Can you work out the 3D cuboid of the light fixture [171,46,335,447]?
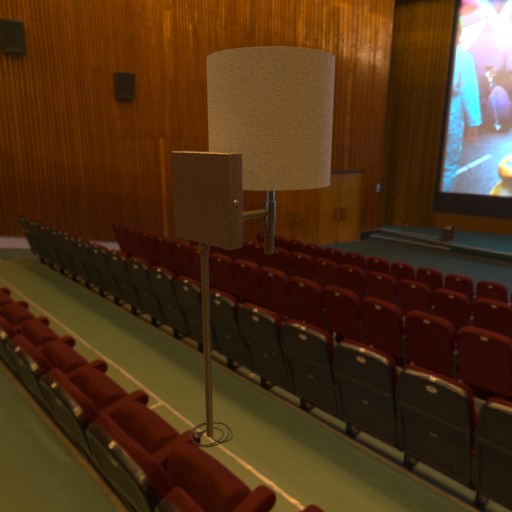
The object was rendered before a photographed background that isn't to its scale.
[{"bbox_3d":[0.000,0.000,0.709,0.248,0.589,0.188,-14,20,-43],"label":"light fixture"}]
